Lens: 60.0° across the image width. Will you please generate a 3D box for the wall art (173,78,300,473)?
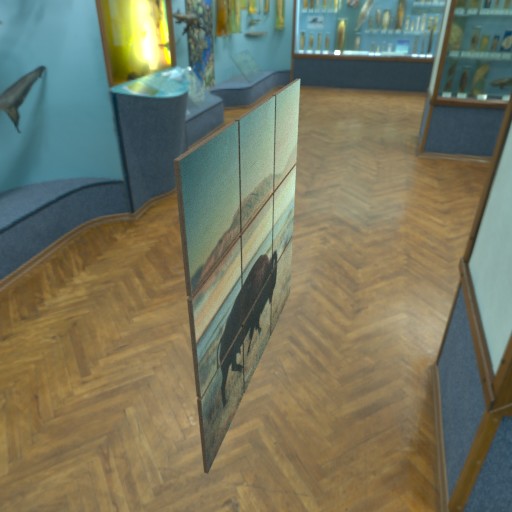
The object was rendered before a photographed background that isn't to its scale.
[{"bbox_3d":[0.000,0.000,1.382,0.018,0.904,0.906,10,32,16],"label":"wall art"}]
